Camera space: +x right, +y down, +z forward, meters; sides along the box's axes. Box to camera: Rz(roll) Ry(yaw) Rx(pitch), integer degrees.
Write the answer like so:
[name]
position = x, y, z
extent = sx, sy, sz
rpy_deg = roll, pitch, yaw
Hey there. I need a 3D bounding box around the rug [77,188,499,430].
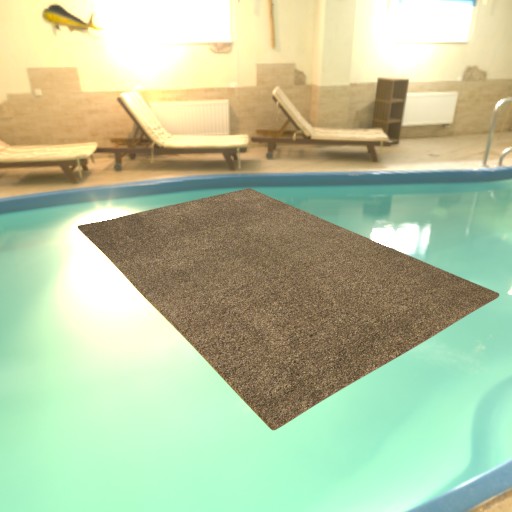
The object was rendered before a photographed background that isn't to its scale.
[rug]
position = 0.000, 0.000, 3.268
extent = 1.802, 0.026, 2.699
rpy_deg = -18, 31, -32
